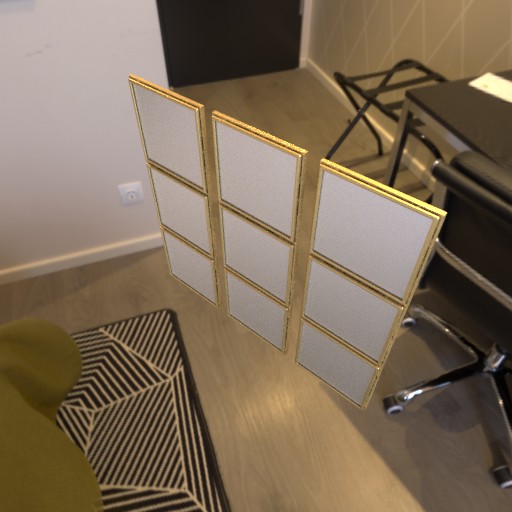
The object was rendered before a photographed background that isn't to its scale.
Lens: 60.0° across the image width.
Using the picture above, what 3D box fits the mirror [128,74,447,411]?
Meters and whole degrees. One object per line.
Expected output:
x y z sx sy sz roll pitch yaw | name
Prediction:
0.000 0.000 1.470 1.011 0.926 0.023 31 54 26 | mirror
